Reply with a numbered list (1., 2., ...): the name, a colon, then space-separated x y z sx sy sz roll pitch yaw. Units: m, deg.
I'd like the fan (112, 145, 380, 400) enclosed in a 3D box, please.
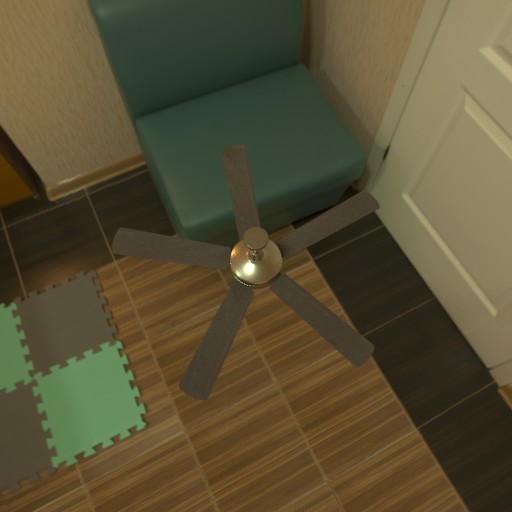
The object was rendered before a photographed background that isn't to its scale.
1. fan: 0.000 0.000 2.037 1.321 0.356 1.321 31 69 14
